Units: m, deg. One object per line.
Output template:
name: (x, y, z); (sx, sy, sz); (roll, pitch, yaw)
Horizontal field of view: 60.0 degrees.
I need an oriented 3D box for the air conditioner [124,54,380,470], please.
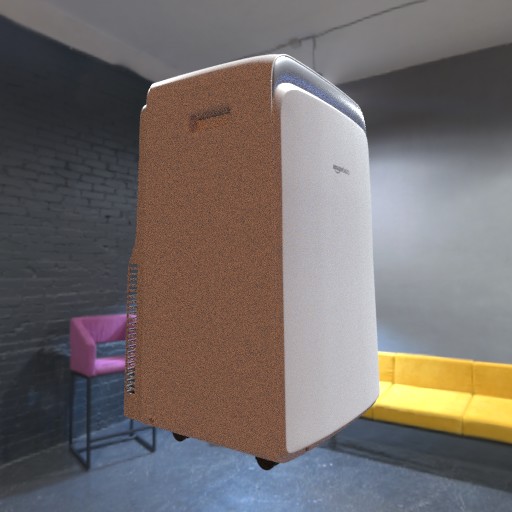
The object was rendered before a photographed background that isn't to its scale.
air conditioner: (0.000, 0.000, 1.031); (0.467, 0.765, 0.478); (-1, -1, 36)
